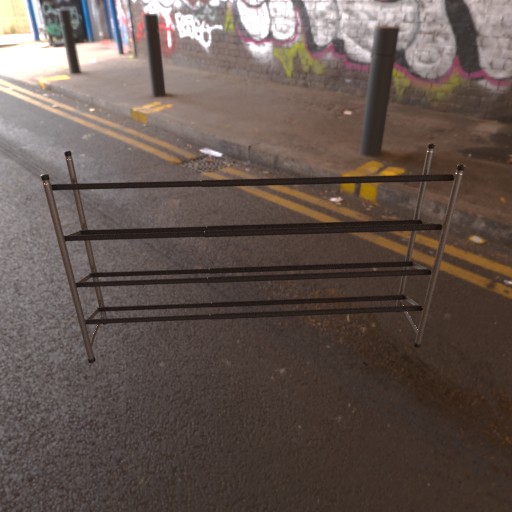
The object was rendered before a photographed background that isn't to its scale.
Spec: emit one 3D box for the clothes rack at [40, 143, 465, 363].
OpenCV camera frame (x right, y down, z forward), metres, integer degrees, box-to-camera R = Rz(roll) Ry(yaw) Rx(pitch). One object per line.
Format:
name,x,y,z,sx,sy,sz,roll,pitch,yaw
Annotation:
clothes rack,0.000,0.000,1.474,1.168,0.672,0.229,-2,31,-3
